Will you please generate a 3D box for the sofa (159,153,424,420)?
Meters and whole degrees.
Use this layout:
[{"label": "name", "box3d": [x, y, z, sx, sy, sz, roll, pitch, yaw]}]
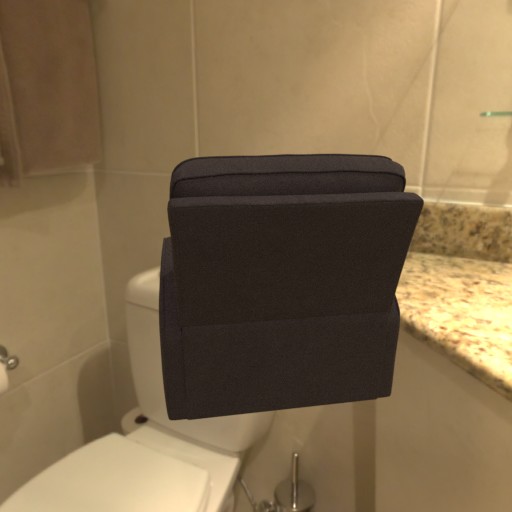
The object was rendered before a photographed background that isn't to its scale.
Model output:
[{"label": "sofa", "box3d": [0.000, 0.000, 2.036, 0.861, 0.959, 1.472, -3, 16, -10]}]
